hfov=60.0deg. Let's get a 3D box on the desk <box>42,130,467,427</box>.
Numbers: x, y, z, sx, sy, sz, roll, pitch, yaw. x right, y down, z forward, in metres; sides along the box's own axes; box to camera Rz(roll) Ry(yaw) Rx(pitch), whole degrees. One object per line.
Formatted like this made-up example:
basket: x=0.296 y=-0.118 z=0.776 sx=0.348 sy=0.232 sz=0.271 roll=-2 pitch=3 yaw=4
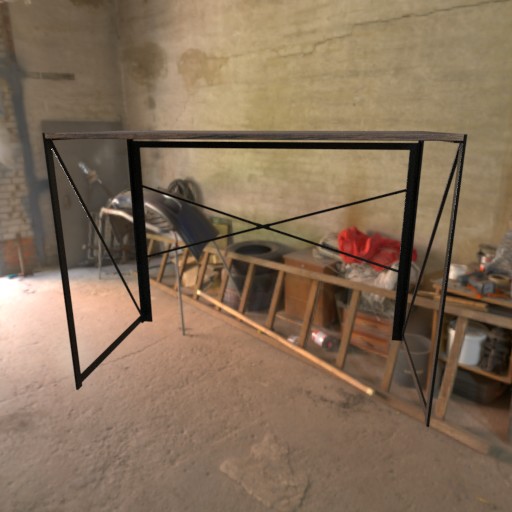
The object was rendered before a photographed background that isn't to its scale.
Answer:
desk: x=0.000 y=0.000 z=1.385 sx=1.015 sy=0.747 sz=0.505 roll=3 pitch=17 yaw=9
